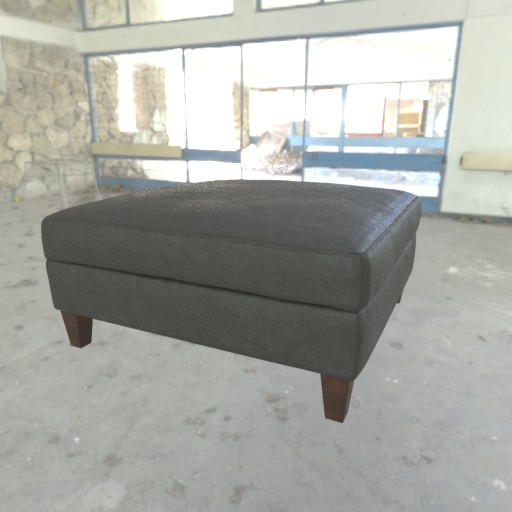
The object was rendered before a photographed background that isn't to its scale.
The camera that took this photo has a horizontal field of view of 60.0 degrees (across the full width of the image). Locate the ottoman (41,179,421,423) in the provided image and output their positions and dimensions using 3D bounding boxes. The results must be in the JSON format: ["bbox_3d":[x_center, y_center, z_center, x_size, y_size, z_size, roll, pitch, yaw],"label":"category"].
[{"bbox_3d":[0.000,0.000,1.318,0.844,0.415,0.836,8,18,25],"label":"ottoman"}]
